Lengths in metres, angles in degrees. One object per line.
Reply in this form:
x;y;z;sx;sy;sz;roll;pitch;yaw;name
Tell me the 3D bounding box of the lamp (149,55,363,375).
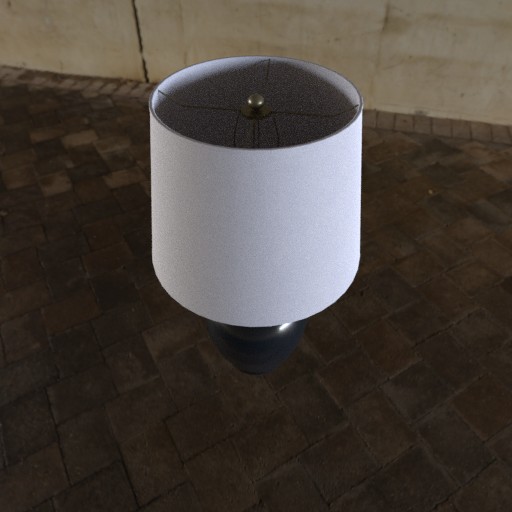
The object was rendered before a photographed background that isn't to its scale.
0.000;0.000;0.533;0.239;0.399;0.239;0;44;0;lamp
